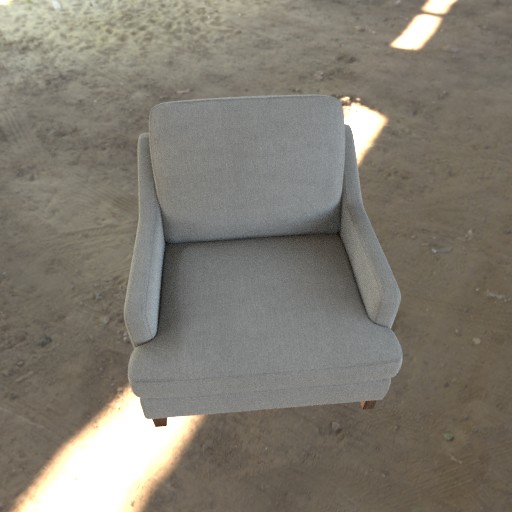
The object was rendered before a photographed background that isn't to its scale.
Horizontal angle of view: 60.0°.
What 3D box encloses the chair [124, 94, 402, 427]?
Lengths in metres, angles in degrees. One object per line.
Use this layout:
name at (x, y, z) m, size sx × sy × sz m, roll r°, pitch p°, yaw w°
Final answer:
chair at (0.000, 0.000, 1.546) m, size 0.826 × 0.821 × 0.892 m, roll -4°, pitch 47°, yaw -3°
